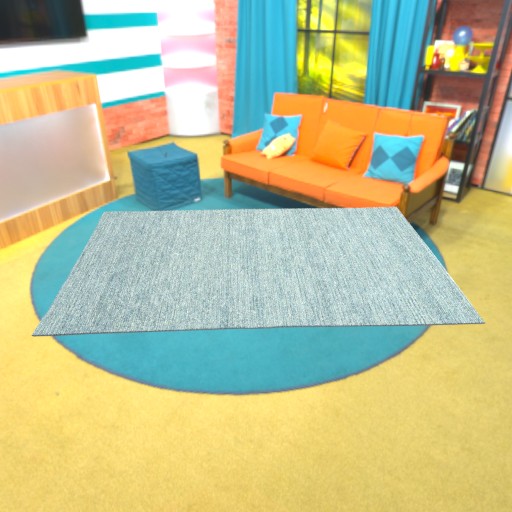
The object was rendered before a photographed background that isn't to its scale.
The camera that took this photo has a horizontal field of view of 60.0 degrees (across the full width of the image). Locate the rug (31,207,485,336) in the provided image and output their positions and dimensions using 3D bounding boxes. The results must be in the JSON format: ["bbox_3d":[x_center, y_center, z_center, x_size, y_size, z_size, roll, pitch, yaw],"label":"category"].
[{"bbox_3d":[0.000,0.000,2.294,1.853,0.022,1.174,-1,30,-2],"label":"rug"}]
